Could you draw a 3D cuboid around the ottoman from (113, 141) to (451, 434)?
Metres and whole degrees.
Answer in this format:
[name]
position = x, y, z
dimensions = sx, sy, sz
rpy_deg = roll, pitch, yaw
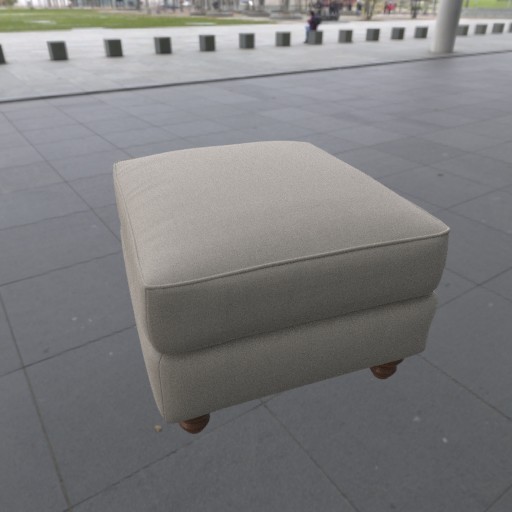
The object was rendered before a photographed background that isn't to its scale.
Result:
[ottoman]
position = 0.000, 0.000, 1.173
dimensions = 0.662, 0.505, 0.716
rpy_deg = -10, 31, -17
